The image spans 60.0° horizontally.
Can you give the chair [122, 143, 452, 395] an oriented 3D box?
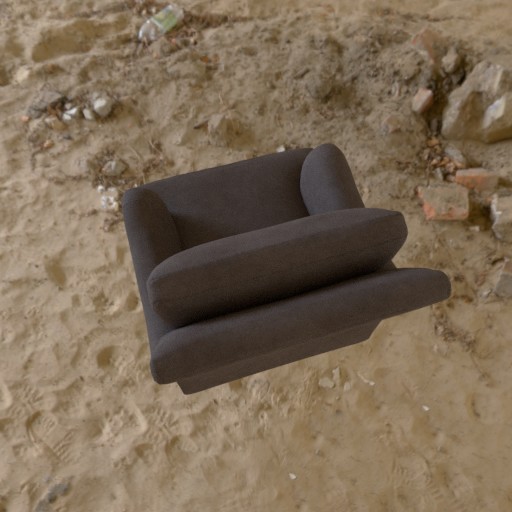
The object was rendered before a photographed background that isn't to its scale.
[{"bbox_3d":[0.000,0.000,1.835,0.955,0.997,1.070,-15,61,-9],"label":"chair"}]
